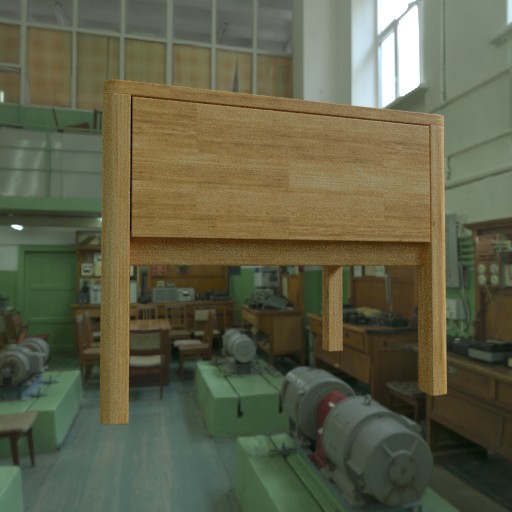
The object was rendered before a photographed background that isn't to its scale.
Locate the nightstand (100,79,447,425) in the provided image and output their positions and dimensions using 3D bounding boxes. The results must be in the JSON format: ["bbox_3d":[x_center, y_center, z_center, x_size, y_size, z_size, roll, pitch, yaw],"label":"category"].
[{"bbox_3d":[0.000,0.000,0.884,0.560,0.470,0.440,0,-2,-16],"label":"nightstand"}]
